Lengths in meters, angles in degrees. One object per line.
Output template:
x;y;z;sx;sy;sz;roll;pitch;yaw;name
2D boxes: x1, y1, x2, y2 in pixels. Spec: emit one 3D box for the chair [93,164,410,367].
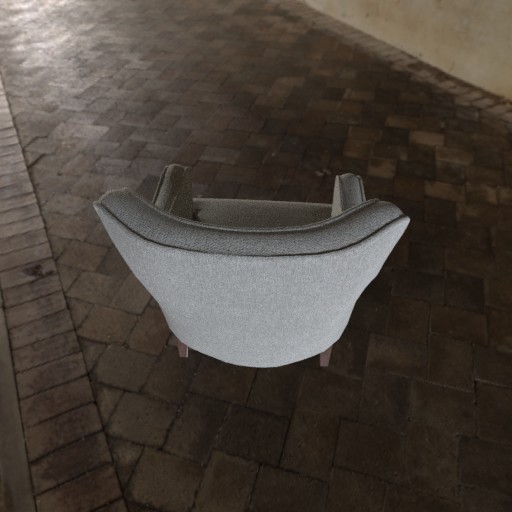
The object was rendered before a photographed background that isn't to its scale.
0.000;0.000;1.618;0.820;0.920;0.910;3;44;3;chair
